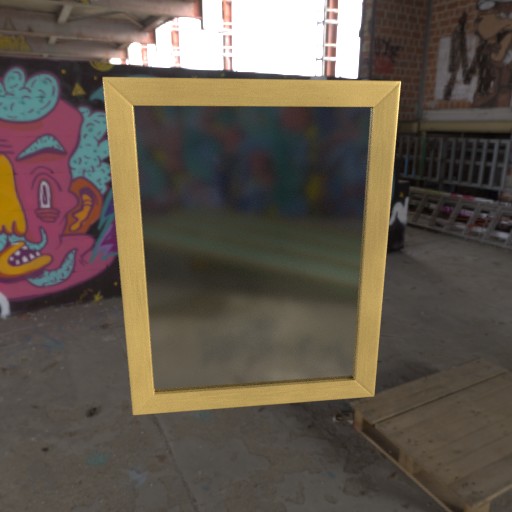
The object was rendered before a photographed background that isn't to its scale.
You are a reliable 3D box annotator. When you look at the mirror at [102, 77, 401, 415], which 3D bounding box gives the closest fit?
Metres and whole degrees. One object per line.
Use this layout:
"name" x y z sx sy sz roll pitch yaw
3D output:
"mirror" 0.000 0.000 0.687 0.405 0.508 0.041 -2 16 -7
